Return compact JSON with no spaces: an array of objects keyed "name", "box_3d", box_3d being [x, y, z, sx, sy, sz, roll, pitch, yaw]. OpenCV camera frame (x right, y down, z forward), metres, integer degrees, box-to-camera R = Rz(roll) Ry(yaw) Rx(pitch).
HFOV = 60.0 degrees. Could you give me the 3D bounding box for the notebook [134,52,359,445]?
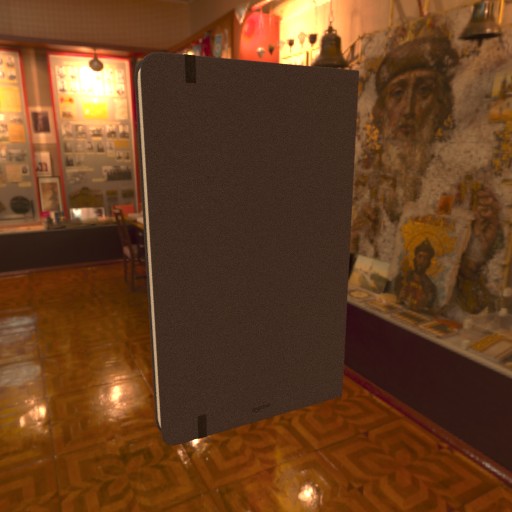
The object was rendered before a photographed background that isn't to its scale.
[{"name":"notebook","box_3d":[0.000,0.000,0.263,0.127,0.213,0.016,-7,15,-25]}]
